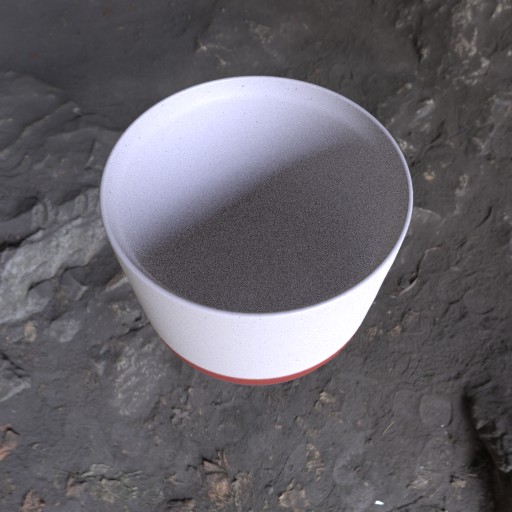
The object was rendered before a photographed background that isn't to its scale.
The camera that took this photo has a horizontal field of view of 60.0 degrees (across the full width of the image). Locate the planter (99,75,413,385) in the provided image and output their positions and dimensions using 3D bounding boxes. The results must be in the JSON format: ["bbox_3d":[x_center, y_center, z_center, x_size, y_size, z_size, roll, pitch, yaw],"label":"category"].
[{"bbox_3d":[0.000,0.000,0.495,0.268,0.270,0.268,0,59,0],"label":"planter"}]
